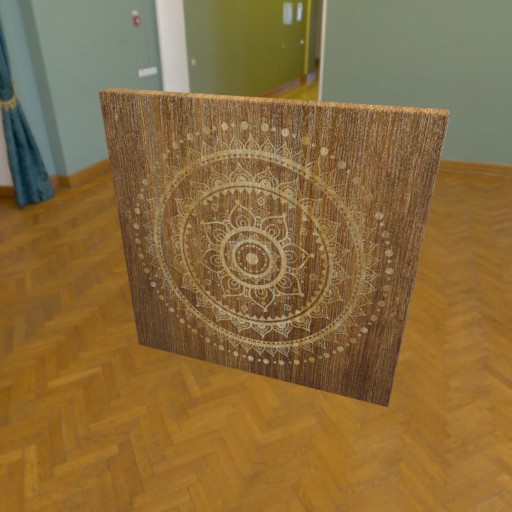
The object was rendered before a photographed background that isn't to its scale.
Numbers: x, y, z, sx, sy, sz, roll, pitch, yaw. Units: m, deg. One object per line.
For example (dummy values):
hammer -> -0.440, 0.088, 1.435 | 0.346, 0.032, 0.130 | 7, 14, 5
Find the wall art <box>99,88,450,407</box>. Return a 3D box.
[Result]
wall art -> 0.000, 0.000, 0.892 | 0.611, 0.608, 0.042 | 9, 30, 17
